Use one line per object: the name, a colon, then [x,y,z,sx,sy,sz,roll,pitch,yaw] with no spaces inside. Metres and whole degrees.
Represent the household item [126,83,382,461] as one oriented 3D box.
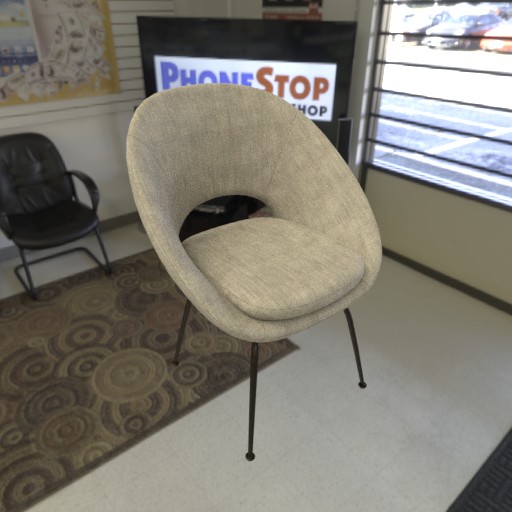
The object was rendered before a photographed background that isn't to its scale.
household item: [0.000,0.000,1.275,0.643,0.869,0.587,-20,35,-31]
